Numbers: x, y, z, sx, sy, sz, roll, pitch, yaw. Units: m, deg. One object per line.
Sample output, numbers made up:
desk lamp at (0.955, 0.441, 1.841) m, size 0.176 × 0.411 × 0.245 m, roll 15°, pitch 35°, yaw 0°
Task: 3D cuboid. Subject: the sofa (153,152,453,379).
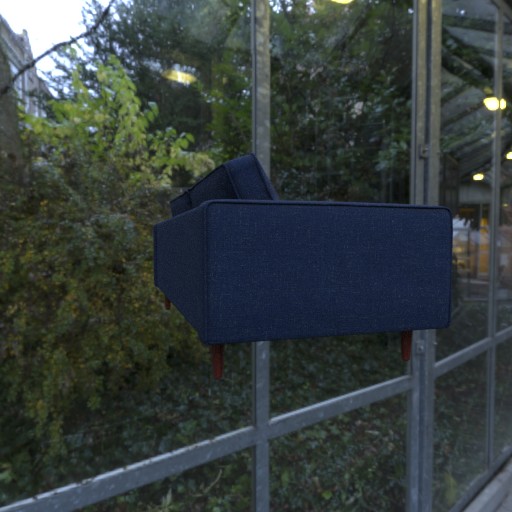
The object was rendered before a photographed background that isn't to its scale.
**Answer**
sofa at (0.000, 0.000, 2.317) m, size 0.914 × 0.762 × 1.880 m, roll -1°, pitch 2°, yaw -17°
